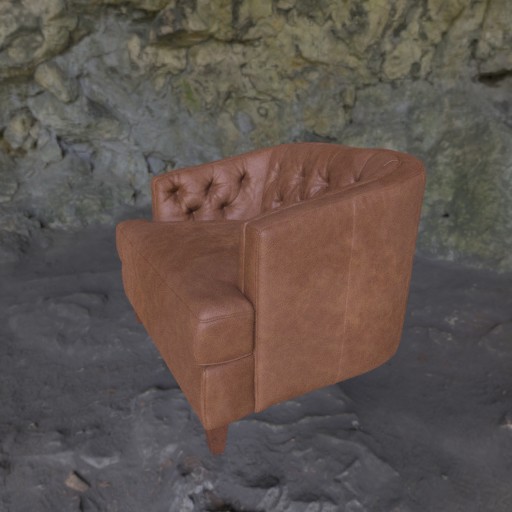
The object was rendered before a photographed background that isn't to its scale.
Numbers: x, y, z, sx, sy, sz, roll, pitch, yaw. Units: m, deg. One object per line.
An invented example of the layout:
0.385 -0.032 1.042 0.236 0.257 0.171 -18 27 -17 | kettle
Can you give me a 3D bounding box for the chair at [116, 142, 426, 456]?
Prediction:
0.000 0.000 1.762 0.911 0.836 1.119 -9 20 -26 | chair
